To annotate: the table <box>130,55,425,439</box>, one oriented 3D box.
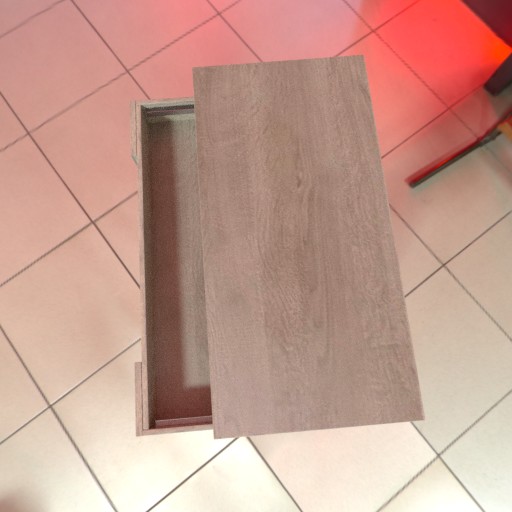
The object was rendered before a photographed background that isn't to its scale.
[{"bbox_3d":[0.000,0.000,1.427,0.711,0.570,1.000,-5,76,-1],"label":"table"}]
